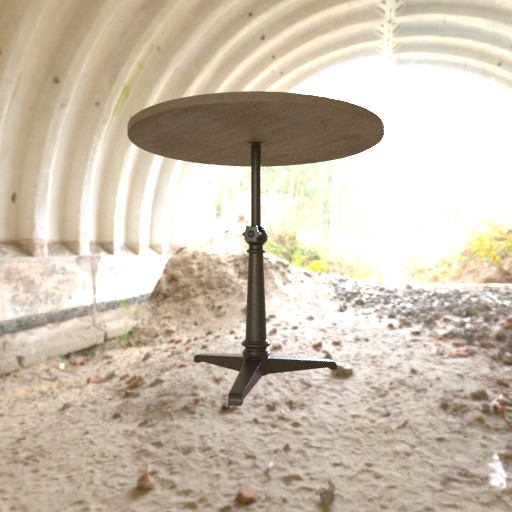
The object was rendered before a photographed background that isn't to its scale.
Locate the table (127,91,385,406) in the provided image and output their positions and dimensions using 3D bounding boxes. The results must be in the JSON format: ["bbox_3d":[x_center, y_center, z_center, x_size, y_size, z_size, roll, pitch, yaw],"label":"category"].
[{"bbox_3d":[0.000,0.000,1.440,0.800,0.780,0.800,0,1,0],"label":"table"}]
